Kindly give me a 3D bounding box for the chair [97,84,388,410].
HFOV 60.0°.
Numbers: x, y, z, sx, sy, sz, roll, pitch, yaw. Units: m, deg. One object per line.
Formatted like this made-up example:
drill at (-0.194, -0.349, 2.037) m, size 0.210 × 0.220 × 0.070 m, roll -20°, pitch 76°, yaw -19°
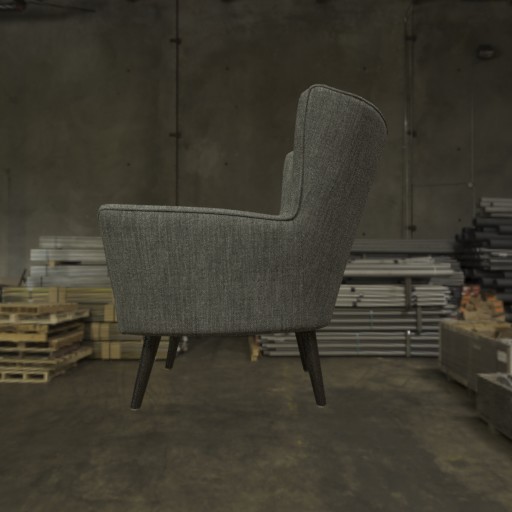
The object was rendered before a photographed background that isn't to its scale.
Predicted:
chair at (0.000, 0.000, 1.588) m, size 0.888 × 0.933 × 0.781 m, roll 0°, pitch 0°, yaw 1°
